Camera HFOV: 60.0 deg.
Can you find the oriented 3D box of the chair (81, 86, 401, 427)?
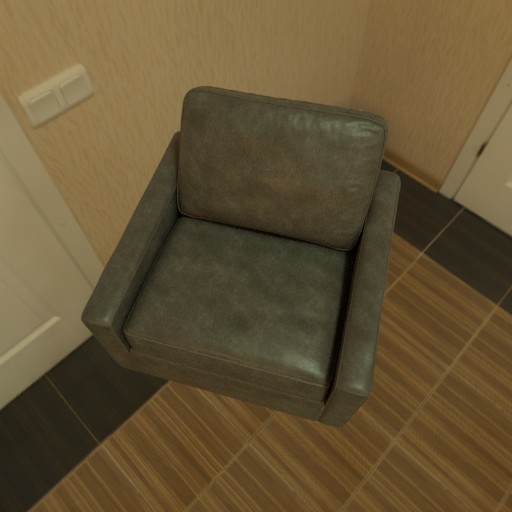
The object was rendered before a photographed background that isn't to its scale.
[{"bbox_3d":[0.000,0.000,1.748,1.006,0.916,0.939,13,60,8],"label":"chair"}]
